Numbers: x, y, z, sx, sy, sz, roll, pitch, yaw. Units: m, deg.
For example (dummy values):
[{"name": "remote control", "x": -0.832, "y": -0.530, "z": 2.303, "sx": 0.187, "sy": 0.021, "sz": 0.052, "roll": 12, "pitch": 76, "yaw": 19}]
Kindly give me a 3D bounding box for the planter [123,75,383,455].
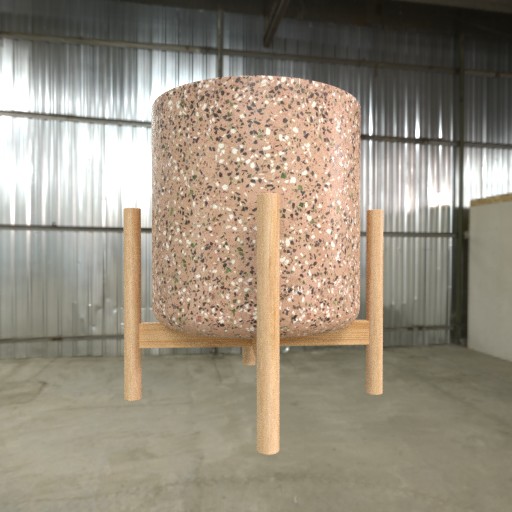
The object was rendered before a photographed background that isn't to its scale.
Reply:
[{"name": "planter", "x": 0.000, "y": 0.000, "z": 0.663, "sx": 0.360, "sy": 0.419, "sz": 0.360, "roll": 0, "pitch": 1, "yaw": 18}]
